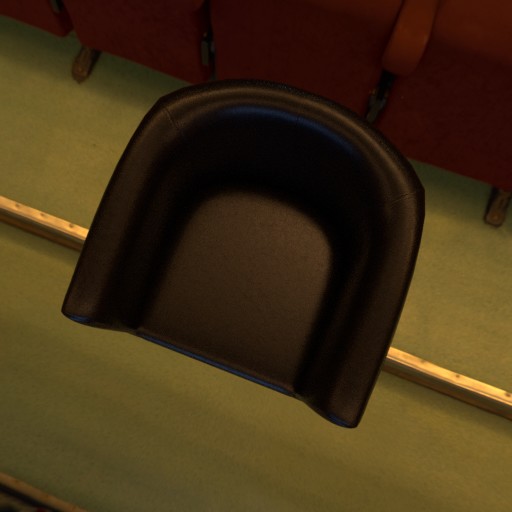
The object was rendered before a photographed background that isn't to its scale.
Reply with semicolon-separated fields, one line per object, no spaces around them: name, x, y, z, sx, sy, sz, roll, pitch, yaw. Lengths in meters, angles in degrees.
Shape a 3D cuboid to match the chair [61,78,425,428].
chair;0.000;0.000;1.362;0.793;0.756;0.727;20;79;4
